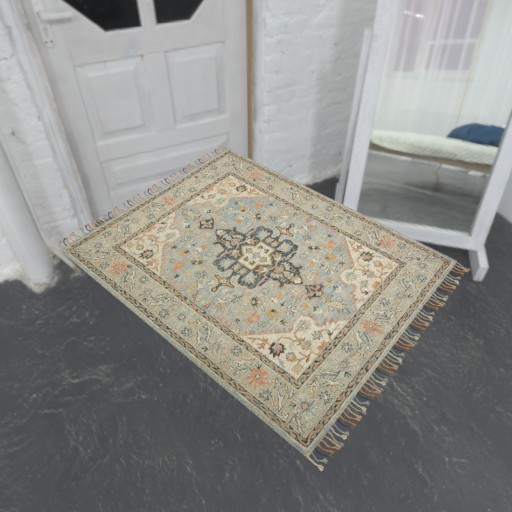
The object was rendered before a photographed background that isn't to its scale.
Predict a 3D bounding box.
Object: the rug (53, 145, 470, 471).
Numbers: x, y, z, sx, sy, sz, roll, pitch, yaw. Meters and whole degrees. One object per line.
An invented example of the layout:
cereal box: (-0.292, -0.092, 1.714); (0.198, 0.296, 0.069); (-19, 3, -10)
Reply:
rug: (0.000, 0.000, 4.217); (3.221, 0.011, 2.379); (32, 54, 27)
